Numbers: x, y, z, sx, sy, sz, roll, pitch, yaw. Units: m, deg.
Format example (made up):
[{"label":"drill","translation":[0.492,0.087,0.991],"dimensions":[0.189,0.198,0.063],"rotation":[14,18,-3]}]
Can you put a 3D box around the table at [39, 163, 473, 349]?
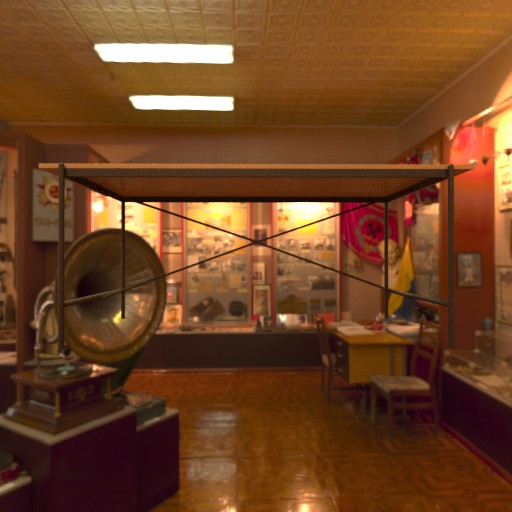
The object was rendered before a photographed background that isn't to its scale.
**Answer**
[{"label":"table","translation":[0.000,0.000,2.261],"dimensions":[1.800,0.758,0.900],"rotation":[0,0,-1]}]
